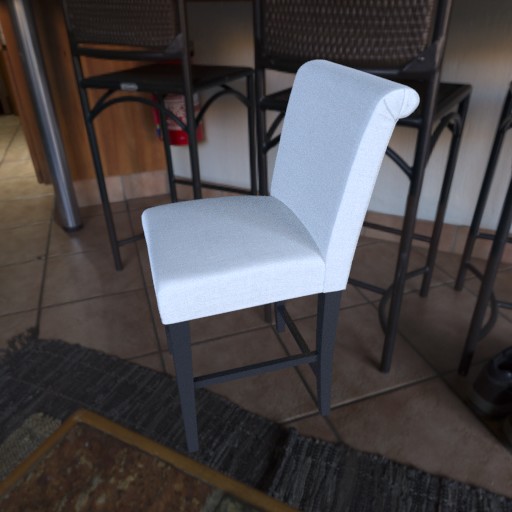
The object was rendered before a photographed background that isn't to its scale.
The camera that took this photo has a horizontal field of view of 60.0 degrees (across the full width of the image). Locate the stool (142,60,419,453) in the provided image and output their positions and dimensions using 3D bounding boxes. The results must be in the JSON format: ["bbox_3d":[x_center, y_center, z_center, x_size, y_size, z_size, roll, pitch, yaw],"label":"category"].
[{"bbox_3d":[0.000,0.000,1.278,0.597,0.976,0.452,-9,32,-15],"label":"stool"}]
